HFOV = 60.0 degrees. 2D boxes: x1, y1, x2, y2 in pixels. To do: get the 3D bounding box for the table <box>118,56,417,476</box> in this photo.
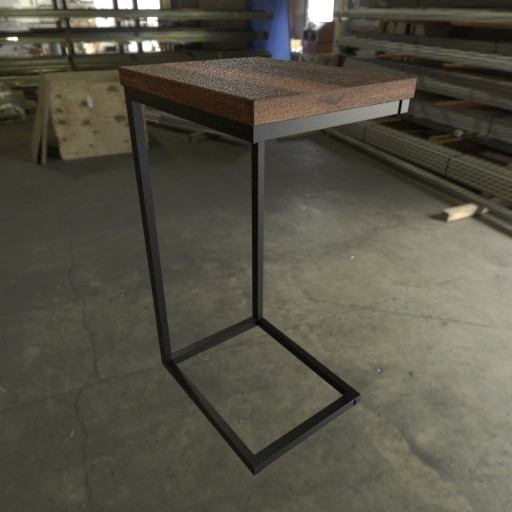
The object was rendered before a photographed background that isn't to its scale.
[{"bbox_3d":[0.000,0.000,0.928,0.323,0.718,0.414,-20,35,-32],"label":"table"}]
